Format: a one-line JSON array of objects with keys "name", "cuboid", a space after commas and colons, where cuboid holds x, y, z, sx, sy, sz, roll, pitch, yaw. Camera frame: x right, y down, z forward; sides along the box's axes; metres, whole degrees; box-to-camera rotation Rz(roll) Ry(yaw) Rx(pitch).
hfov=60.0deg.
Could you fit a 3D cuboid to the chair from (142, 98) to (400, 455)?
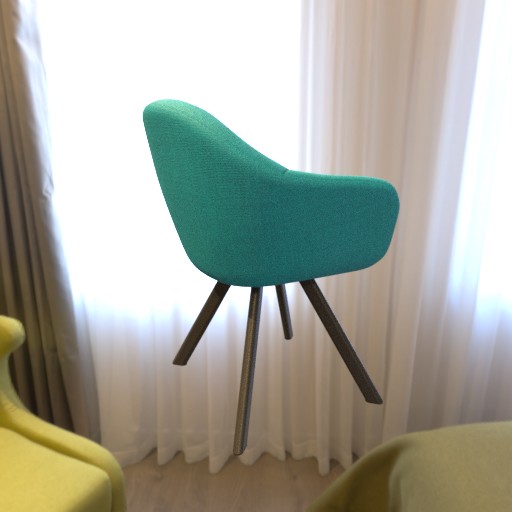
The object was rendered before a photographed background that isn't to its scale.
[{"name": "chair", "cuboid": [0.000, 0.000, 1.208, 0.550, 0.795, 0.590, -8, 18, -26]}]
